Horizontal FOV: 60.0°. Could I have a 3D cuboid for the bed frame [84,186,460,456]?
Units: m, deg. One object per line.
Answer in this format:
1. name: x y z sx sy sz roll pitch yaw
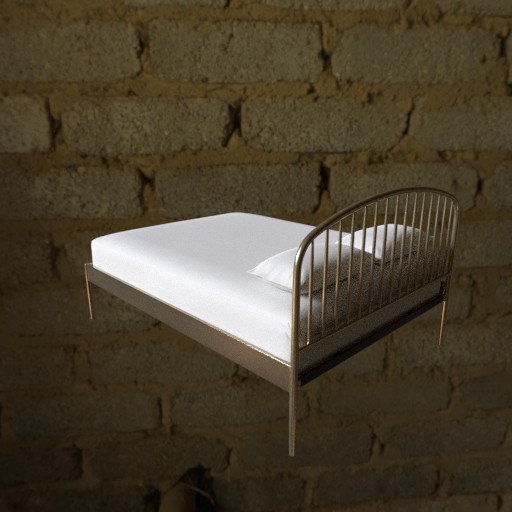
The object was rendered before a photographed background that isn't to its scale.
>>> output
1. bed frame: 0.000 0.000 3.171 1.612 1.175 2.152 -15 22 -42
